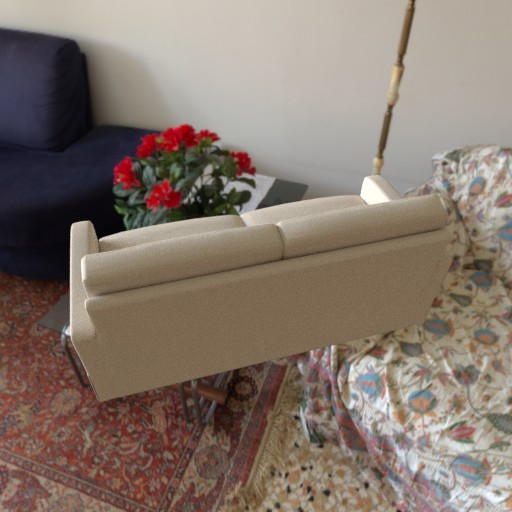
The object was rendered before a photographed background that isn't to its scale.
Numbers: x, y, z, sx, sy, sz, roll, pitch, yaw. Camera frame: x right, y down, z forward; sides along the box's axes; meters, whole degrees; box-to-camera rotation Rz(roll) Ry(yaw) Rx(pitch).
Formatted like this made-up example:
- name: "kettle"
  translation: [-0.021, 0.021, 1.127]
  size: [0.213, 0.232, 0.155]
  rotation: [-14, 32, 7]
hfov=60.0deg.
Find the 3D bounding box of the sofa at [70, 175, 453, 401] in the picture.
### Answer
- name: "sofa"
  translation: [0.000, 0.000, 2.339]
  size: [1.808, 0.831, 0.894]
  rotation: [-11, 41, -12]
